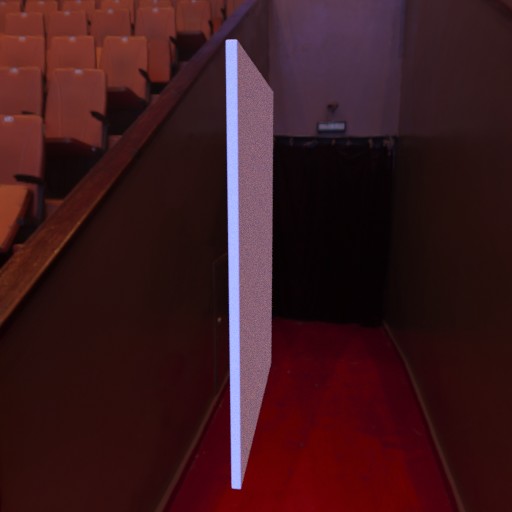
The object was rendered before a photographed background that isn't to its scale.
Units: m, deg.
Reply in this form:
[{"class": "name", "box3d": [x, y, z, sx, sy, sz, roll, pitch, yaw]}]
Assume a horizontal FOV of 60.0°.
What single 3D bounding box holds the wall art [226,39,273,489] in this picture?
[{"class": "wall art", "box3d": [0.000, 0.000, 0.621, 0.011, 0.482, 0.329, 2, 12, 8]}]
